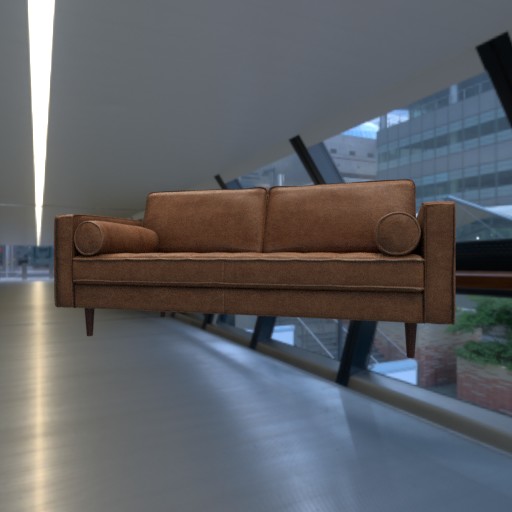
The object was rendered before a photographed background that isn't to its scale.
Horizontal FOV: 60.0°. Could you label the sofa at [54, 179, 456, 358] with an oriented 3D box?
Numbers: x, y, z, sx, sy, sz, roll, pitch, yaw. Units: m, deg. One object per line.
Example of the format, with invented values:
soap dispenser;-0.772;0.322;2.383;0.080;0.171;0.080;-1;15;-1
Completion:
sofa;0.000;0.000;2.395;1.920;0.825;0.924;0;0;18
